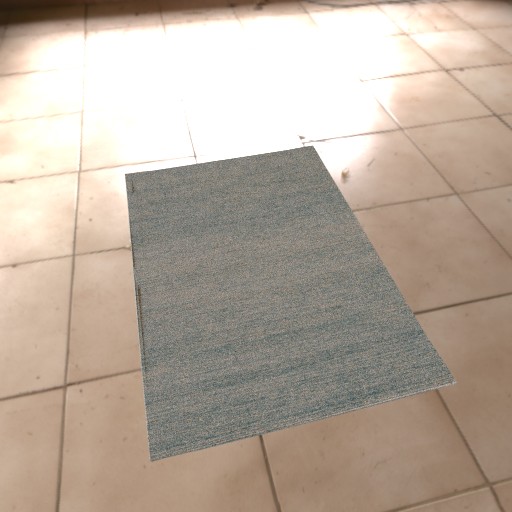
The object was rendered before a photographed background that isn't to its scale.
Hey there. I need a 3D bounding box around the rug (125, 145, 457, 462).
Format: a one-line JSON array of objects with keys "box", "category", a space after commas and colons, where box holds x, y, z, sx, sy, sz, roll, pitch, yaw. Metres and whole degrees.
[{"box": [0.000, 0.000, 2.959, 1.613, 0.030, 2.306, -10, 48, -10], "category": "rug"}]
